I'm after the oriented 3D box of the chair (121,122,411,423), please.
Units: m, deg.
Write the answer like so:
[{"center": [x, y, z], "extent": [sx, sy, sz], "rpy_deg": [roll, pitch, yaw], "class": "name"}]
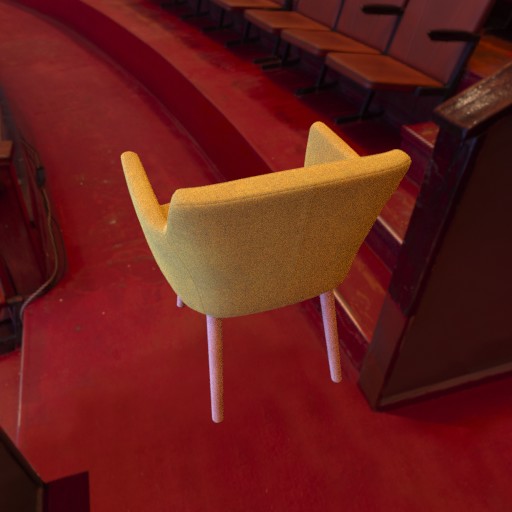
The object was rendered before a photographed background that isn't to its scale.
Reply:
[{"center": [0.000, 0.000, 1.190], "extent": [0.570, 0.780, 0.570], "rpy_deg": [-13, 42, -15], "class": "chair"}]
